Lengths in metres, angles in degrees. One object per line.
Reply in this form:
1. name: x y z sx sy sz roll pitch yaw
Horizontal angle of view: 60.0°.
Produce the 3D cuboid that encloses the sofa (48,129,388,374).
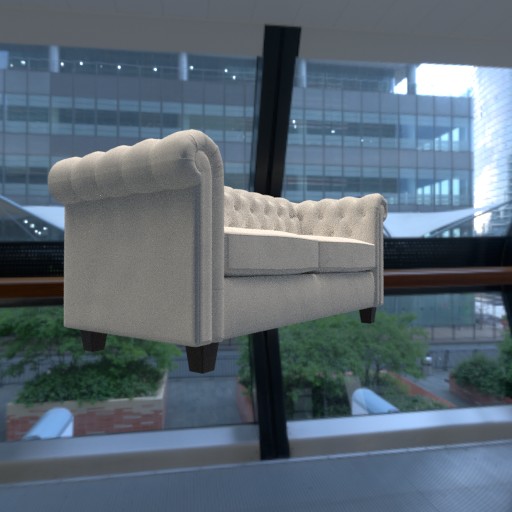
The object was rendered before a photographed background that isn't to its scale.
1. sofa: 0.000 0.000 2.265 0.771 0.796 1.798 -1 -1 36
